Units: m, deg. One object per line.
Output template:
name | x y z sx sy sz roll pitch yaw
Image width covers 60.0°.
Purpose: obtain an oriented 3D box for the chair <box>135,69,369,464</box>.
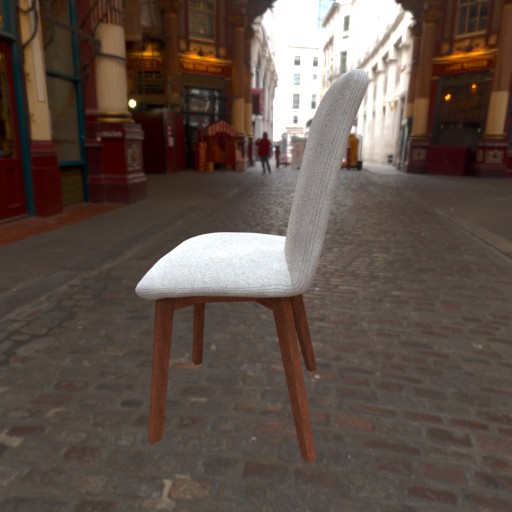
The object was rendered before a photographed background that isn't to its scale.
chair | 0.000 0.000 1.303 0.563 0.974 0.522 2 15 8
